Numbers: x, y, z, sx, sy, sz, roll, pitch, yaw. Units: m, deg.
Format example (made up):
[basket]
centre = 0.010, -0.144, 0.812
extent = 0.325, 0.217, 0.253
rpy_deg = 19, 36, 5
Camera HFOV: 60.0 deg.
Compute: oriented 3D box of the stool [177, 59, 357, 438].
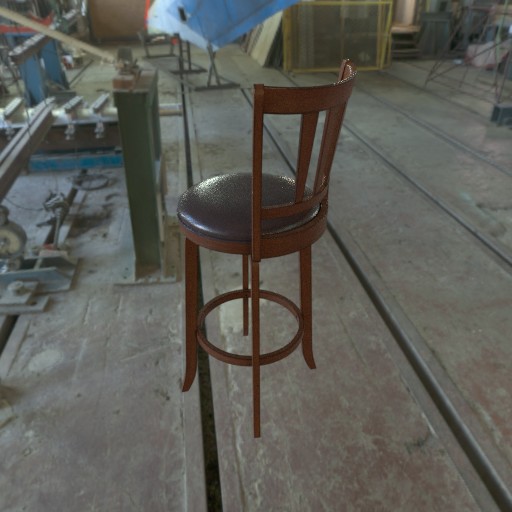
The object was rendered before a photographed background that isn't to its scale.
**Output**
[stool]
centre = 0.000, 0.000, 1.465
extent = 0.503, 1.177, 0.464
rpy_deg = 21, 37, 30
